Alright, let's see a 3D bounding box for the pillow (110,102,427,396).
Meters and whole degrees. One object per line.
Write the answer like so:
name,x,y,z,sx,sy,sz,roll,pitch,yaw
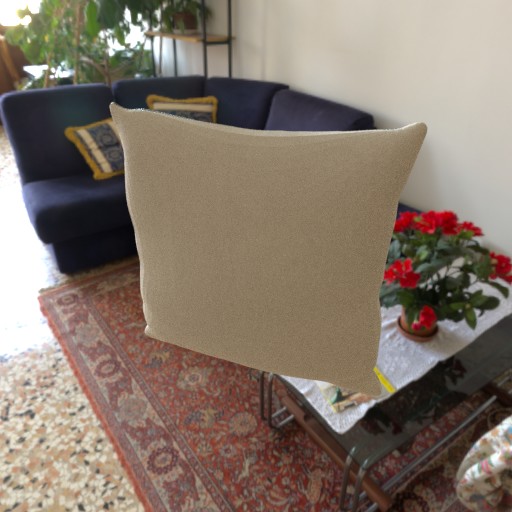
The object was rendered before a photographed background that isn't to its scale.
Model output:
pillow,0.000,0.000,0.681,0.440,0.441,0.182,10,33,16
